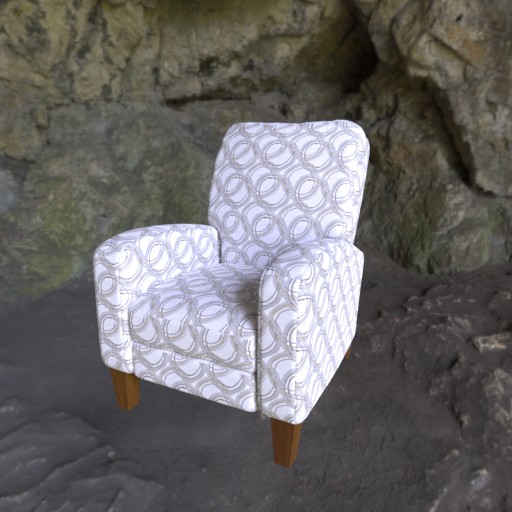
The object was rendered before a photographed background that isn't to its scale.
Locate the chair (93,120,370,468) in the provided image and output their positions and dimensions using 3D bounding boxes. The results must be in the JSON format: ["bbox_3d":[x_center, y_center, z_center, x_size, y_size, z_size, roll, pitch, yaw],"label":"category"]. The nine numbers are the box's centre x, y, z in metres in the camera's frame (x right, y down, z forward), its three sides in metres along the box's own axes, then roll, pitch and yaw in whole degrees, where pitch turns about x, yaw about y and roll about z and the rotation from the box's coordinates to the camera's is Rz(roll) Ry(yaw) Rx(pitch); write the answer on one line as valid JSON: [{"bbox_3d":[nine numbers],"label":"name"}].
[{"bbox_3d":[0.000,0.000,1.792,0.796,1.065,0.995,8,17,26],"label":"chair"}]
